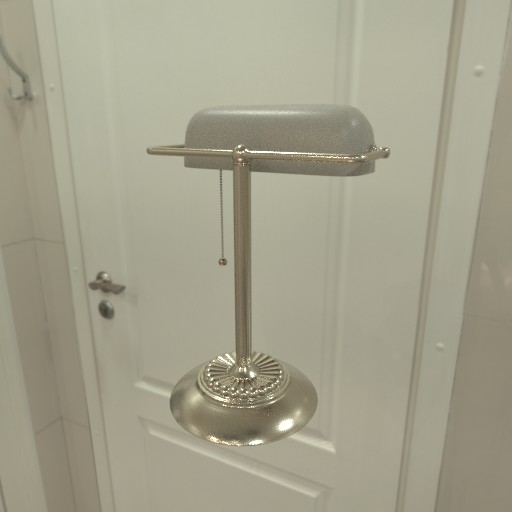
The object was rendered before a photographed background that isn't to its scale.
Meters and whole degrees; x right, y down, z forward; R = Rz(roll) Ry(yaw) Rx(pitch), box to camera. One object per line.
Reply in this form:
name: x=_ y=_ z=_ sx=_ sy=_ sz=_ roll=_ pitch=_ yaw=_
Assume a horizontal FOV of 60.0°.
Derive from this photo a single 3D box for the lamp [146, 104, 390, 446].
lamp: x=0.000 y=0.000 z=0.520 sx=0.264 sy=0.339 sz=0.243 roll=9 pitch=19 yaw=26
